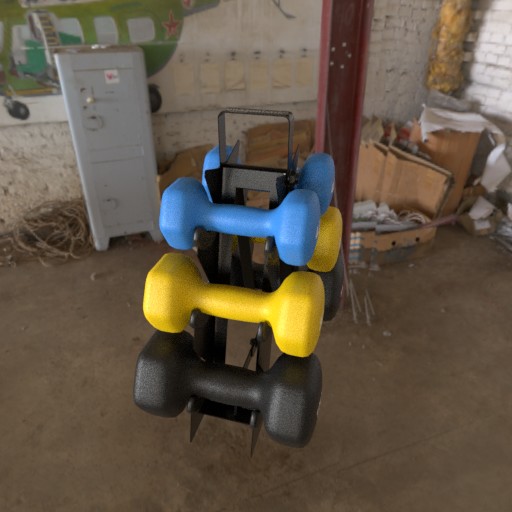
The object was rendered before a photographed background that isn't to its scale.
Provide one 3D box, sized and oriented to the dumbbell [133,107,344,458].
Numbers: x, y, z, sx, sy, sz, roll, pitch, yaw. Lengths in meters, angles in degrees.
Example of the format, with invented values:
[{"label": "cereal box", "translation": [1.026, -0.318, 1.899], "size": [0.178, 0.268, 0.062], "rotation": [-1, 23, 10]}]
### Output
[{"label": "dumbbell", "translation": [0.000, 0.000, 0.669], "size": [0.255, 0.426, 0.409], "rotation": [8, 32, 13]}]
